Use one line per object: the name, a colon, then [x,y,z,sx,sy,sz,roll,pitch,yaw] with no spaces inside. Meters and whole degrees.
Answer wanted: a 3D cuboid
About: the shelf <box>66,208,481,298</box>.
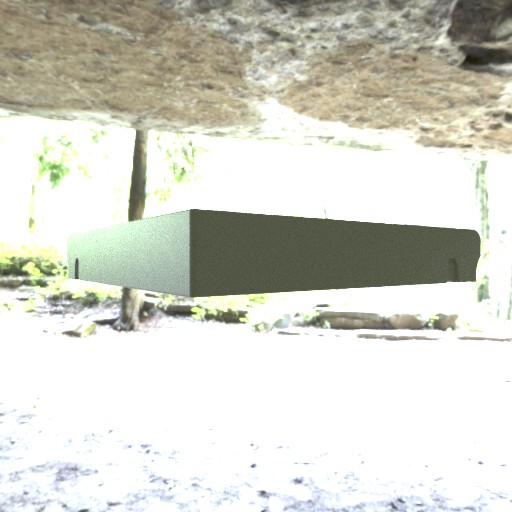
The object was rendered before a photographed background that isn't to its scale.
shelf: [0.000,0.000,0.461,0.310,0.050,0.310,0,-1,-36]
